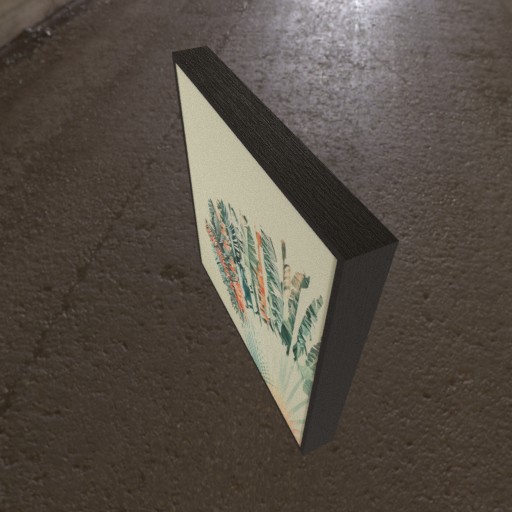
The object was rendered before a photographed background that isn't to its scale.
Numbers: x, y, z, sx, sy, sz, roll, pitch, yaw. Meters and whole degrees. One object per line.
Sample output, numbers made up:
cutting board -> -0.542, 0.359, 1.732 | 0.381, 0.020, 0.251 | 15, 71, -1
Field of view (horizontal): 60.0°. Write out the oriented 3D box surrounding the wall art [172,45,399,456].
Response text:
wall art -> 0.000, 0.000, 0.449 | 0.036, 0.300, 0.302 | -19, 50, -17
